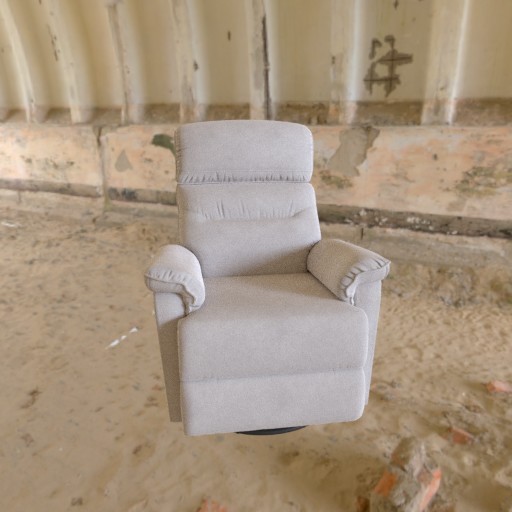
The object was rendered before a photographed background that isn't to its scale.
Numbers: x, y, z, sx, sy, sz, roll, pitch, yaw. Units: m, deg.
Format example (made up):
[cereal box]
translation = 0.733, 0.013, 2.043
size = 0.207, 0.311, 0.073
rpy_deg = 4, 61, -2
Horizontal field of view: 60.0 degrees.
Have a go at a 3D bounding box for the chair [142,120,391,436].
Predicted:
[chair]
translation = 0.000, 0.000, 1.789
size = 0.820, 1.039, 1.001
rpy_deg = -2, 18, -7
